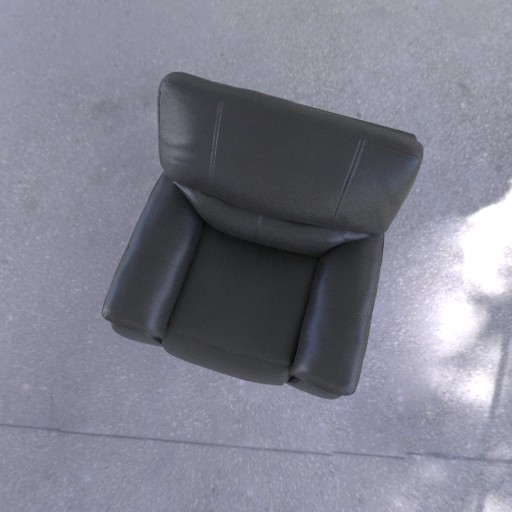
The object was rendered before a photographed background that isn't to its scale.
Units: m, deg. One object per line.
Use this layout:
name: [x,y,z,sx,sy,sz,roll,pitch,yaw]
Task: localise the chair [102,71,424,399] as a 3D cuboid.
chair: [0.000,0.000,1.992,1.096,1.109,1.087,16,77,4]
